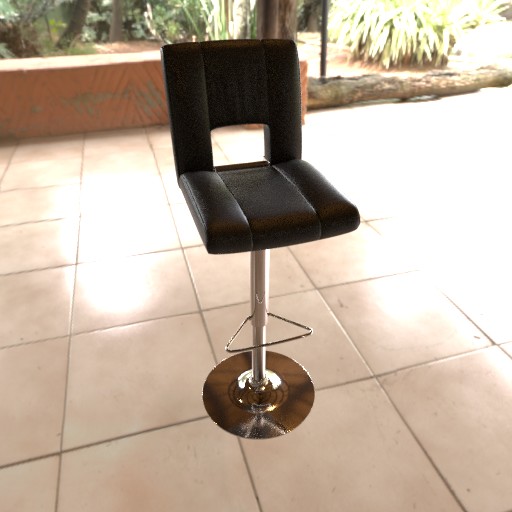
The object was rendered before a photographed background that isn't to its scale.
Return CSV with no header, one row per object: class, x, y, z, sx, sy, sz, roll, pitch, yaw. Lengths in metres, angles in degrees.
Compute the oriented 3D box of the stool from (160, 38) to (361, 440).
stool,0.000,0.000,1.358,0.415,1.151,0.520,-10,34,-15
